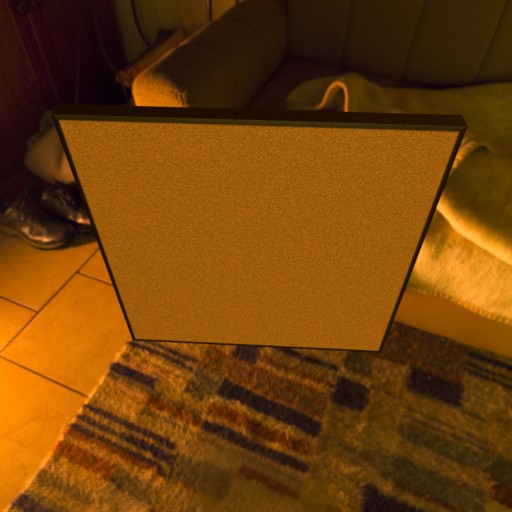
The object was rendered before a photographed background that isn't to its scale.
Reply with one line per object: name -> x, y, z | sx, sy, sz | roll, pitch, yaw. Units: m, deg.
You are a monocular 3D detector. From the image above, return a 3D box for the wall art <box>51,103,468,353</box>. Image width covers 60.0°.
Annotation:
wall art -> 0.000, 0.000, 0.738 | 0.513, 0.511, 0.028 | 2, 46, 2
